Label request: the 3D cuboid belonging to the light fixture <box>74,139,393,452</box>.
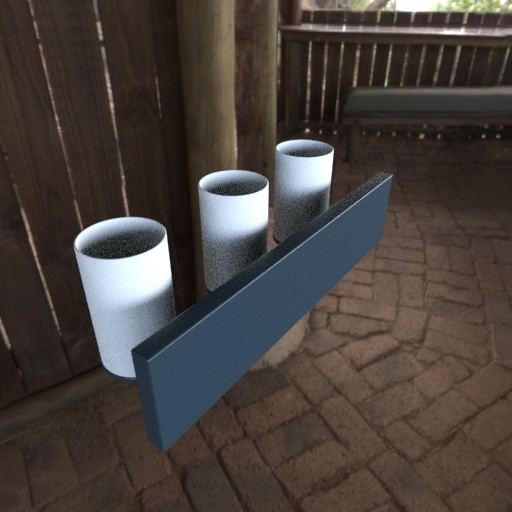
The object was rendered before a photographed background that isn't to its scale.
[{"bbox_3d":[0.000,0.000,0.529,0.145,0.172,0.451,21,37,31],"label":"light fixture"}]
